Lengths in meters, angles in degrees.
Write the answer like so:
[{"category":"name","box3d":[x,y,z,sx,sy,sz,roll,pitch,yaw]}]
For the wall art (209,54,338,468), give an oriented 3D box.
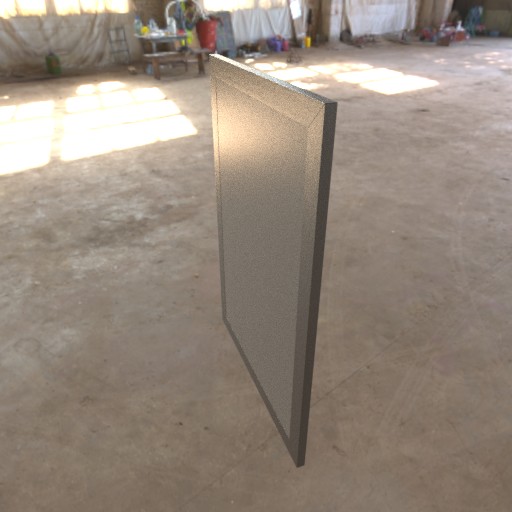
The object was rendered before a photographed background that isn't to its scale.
[{"category":"wall art","box3d":[0.000,0.000,0.681,0.013,0.529,0.376,-11,33,-18]}]
